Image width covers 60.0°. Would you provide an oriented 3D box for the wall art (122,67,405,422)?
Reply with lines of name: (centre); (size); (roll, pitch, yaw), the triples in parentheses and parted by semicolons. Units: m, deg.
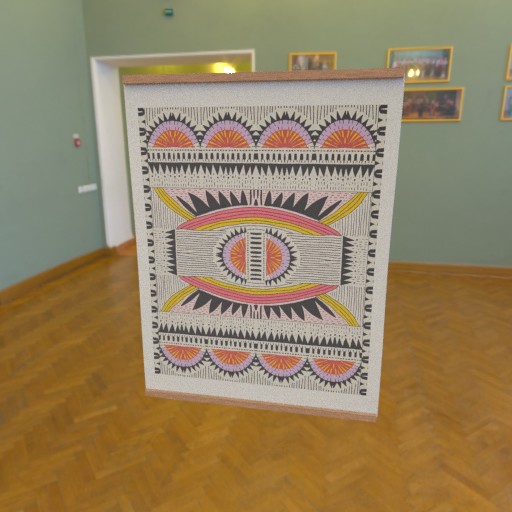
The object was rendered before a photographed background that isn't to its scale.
wall art: (0.000, 0.000, 1.316); (0.765, 1.016, 0.028); (3, 15, 11)
